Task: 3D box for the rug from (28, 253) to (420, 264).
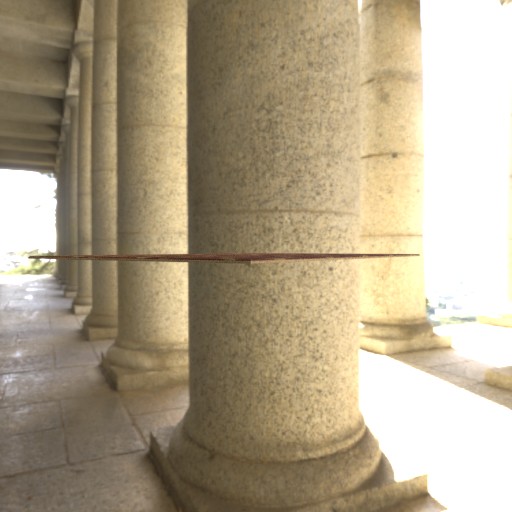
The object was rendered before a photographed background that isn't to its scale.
[{"bbox_3d":[0.000,0.000,2.997,1.555,0.016,2.286,1,1,35],"label":"rug"}]
